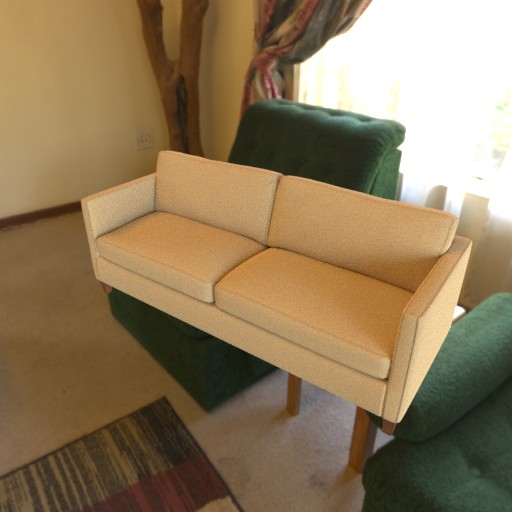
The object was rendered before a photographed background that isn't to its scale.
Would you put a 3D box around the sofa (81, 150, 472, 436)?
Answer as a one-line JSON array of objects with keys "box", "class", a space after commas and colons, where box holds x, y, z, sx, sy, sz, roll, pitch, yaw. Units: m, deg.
[{"box": [0.000, 0.000, 2.887, 2.361, 0.968, 0.951, 19, 34, 31], "class": "sofa"}]
